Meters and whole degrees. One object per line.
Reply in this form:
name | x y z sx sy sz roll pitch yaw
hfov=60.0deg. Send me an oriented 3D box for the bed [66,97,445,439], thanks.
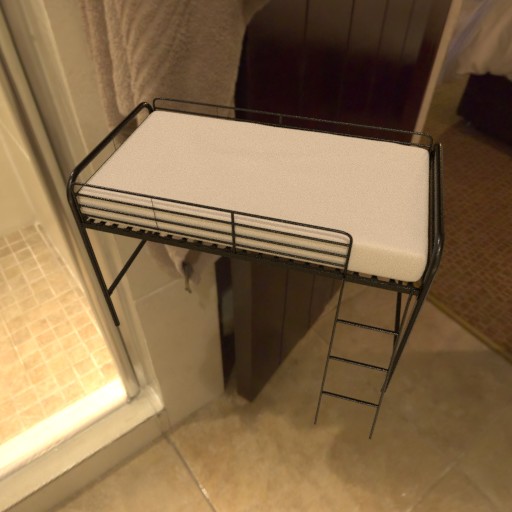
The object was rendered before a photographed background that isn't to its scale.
bed | 0.000 0.000 2.862 1.968 1.289 1.393 11 46 11
